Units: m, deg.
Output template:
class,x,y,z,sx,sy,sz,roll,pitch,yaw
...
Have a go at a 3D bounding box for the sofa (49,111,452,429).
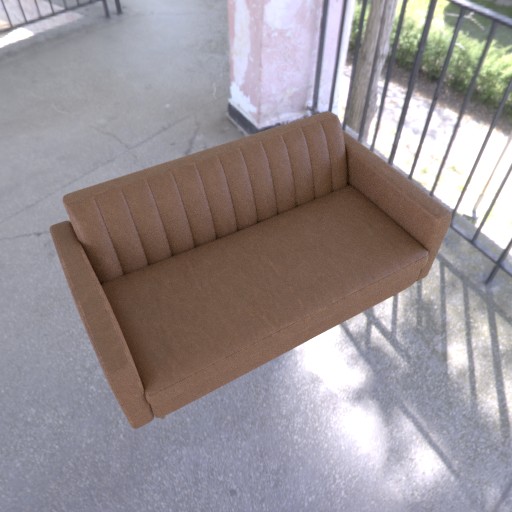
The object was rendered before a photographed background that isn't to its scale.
class,x,y,z,sx,sy,sz,roll,pitch,yaw
sofa,0.000,0.000,2.397,1.847,0.821,0.993,-23,51,-20
